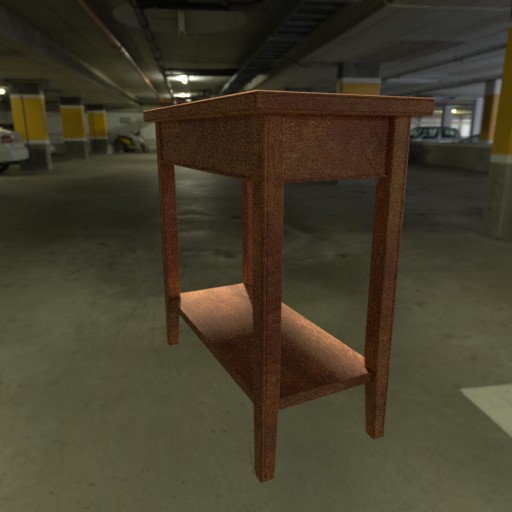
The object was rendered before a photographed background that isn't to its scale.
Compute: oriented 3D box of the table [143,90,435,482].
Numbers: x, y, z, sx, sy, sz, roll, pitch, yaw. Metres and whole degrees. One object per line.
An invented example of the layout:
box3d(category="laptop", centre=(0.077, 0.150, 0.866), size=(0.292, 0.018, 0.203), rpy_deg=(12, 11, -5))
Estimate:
box3d(category="table", centre=(0.000, 0.000, 0.950), size=(0.305, 0.610, 0.610), rpy_deg=(-8, 17, -25))
